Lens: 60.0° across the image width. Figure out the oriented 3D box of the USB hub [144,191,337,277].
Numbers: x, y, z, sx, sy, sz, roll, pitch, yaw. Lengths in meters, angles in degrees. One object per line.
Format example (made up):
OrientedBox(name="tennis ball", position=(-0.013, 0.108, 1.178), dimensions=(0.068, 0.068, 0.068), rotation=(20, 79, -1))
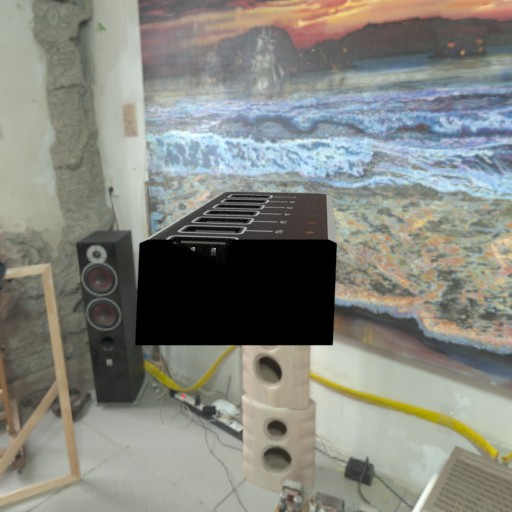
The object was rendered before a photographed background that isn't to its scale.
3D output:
OrientedBox(name="USB hub", position=(0.000, 0.000, 0.129), dimensions=(0.044, 0.023, 0.110), rotation=(2, 16, 8))
